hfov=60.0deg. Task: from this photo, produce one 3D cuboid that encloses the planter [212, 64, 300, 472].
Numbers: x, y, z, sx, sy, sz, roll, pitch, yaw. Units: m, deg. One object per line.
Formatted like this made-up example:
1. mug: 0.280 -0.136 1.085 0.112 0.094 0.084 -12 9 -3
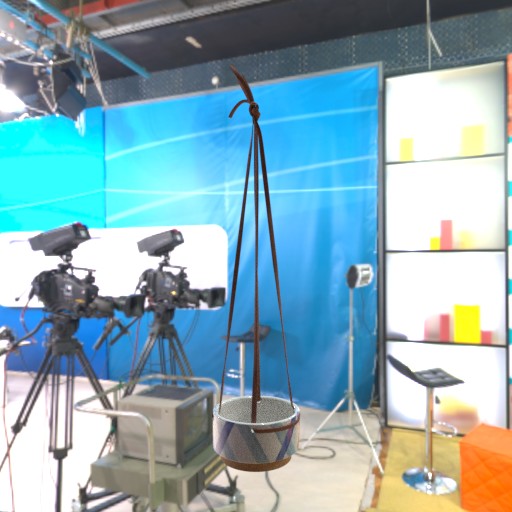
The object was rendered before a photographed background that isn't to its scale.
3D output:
1. planter: 0.000 0.000 0.839 0.166 0.751 0.166 0 -1 -18
